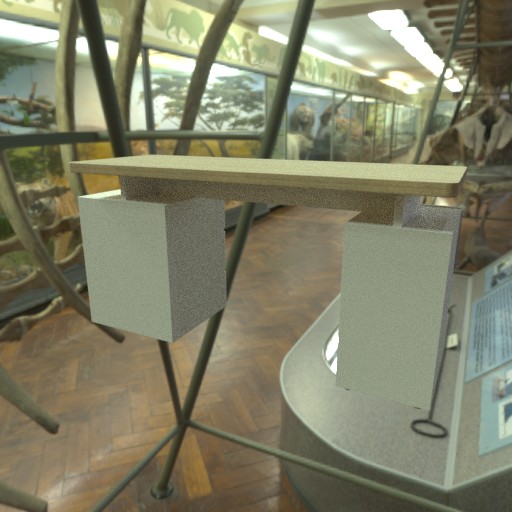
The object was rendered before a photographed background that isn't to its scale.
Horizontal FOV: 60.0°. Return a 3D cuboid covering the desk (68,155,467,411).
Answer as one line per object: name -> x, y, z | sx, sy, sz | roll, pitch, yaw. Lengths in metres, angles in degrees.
desk -> 0.000, 0.000, 1.858 | 1.500, 0.755, 0.550 | 8, 18, 26
